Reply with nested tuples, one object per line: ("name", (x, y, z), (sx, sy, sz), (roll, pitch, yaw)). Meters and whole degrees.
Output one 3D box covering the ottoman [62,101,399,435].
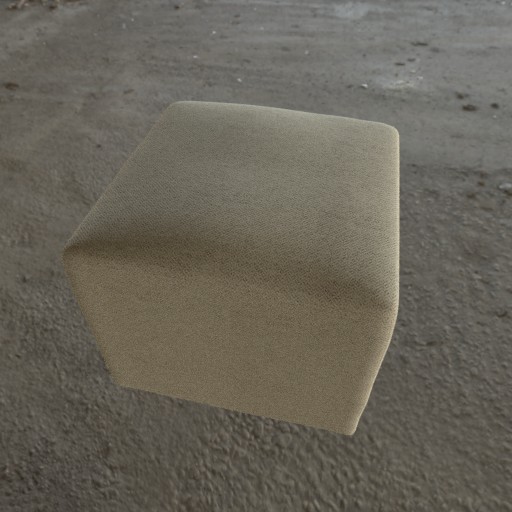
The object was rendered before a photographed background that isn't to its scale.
("ottoman", (0.000, 0.000, 0.931), (0.512, 0.453, 0.521), (9, 47, 9))
